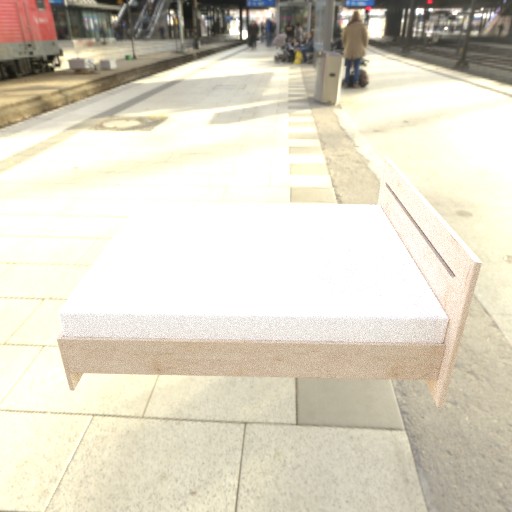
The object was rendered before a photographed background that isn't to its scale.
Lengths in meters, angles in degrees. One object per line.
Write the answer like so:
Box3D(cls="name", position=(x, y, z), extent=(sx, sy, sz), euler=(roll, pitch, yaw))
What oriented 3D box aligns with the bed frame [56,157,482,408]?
Box3D(cls="bed frame", position=(0.000, 0.000, 3.018), extent=(2.080, 0.900, 1.800), euler=(1, 27, 1))
